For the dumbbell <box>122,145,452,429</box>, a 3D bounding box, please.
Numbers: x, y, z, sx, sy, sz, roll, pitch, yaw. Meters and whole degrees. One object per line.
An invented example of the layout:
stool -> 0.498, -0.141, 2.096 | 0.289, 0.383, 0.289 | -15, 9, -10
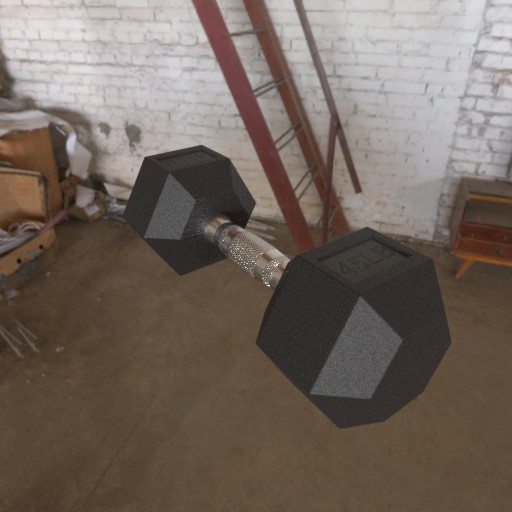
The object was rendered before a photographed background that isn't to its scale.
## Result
dumbbell -> 0.000, 0.000, 0.418 | 0.141, 0.123, 0.356 | -21, 37, -30
